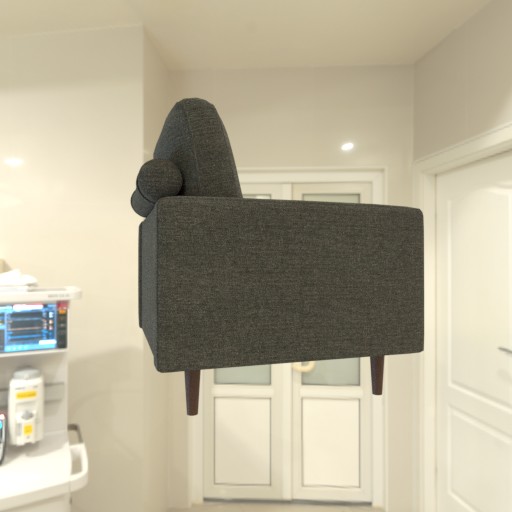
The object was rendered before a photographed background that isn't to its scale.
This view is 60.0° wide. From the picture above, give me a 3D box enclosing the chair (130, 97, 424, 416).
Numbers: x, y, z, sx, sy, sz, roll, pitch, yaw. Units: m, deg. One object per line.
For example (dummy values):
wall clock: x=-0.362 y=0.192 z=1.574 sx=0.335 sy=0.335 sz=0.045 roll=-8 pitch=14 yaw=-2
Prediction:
chair: x=0.000 y=0.000 z=1.572 sx=0.843 sy=0.880 sz=0.821 roll=0 pitch=0 yaw=-18
